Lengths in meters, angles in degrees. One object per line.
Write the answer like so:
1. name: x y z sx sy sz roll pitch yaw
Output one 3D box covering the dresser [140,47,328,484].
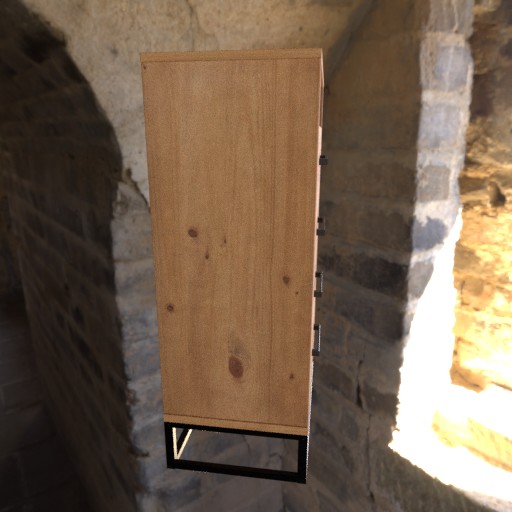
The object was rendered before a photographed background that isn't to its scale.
1. dresser: 0.000 0.000 1.596 0.479 1.240 0.761 2 16 8
